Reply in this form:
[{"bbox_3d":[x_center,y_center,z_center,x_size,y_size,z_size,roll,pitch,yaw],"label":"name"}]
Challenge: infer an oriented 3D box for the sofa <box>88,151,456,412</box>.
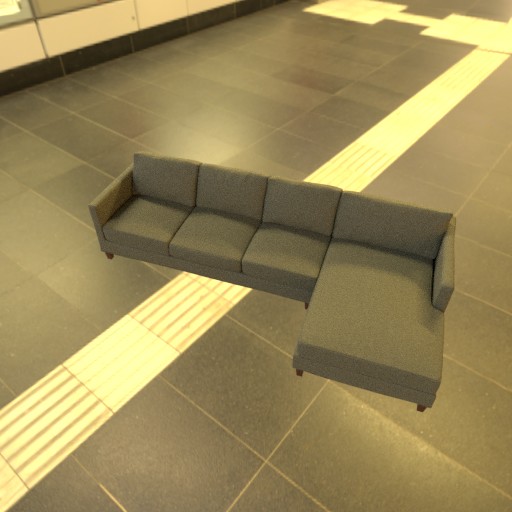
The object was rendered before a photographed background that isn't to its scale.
[{"bbox_3d":[0.000,0.000,3.879,3.186,0.861,1.625,13,44,14],"label":"sofa"}]
